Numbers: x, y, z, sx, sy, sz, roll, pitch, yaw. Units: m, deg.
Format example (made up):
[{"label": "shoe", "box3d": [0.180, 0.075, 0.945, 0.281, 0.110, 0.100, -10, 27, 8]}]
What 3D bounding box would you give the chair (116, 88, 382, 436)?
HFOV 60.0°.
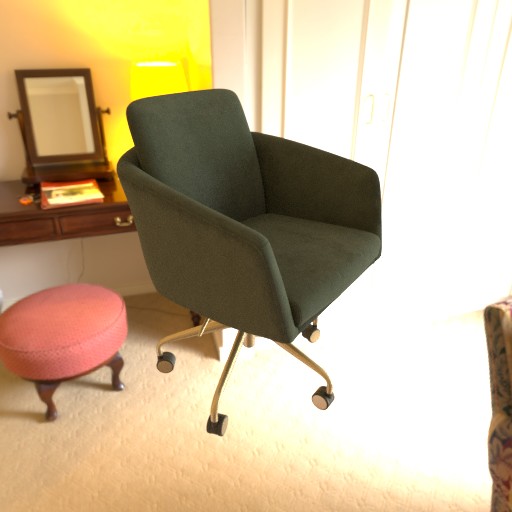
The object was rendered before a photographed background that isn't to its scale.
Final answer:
[{"label": "chair", "box3d": [0.000, 0.000, 1.352, 0.635, 0.908, 0.641, 18, 31, 32]}]
